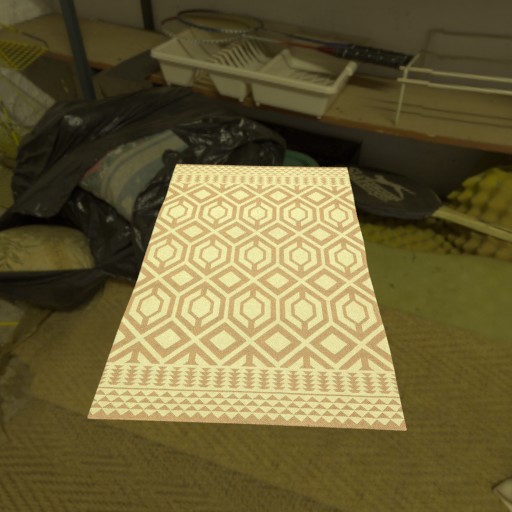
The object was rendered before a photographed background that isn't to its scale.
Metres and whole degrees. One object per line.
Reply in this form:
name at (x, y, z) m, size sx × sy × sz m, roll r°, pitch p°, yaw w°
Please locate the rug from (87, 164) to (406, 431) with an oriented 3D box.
rug at (0.000, 0.000, 3.017) m, size 1.526 × 0.011 × 2.435 m, roll 2°, pitch 41°, yaw 2°
